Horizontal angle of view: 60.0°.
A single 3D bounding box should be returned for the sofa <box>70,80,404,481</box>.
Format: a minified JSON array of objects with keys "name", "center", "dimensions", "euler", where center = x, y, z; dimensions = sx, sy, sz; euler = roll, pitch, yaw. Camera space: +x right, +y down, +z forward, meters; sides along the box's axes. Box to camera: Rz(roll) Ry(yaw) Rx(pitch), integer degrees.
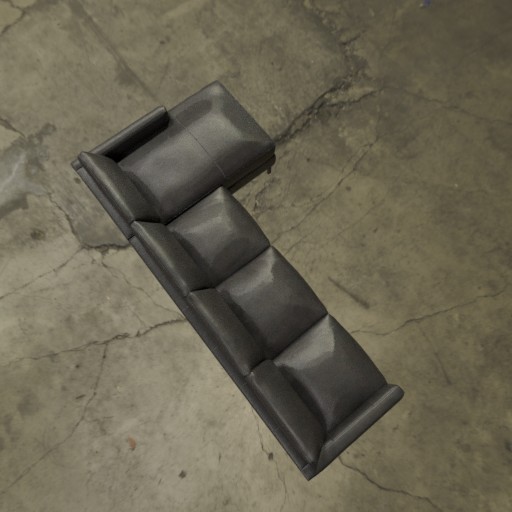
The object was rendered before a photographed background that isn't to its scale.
[{"name":"sofa","center":[0.000,0.000,3.573],"dimensions":[1.471,0.859,2.993],"euler":[-37,78,-10]}]
